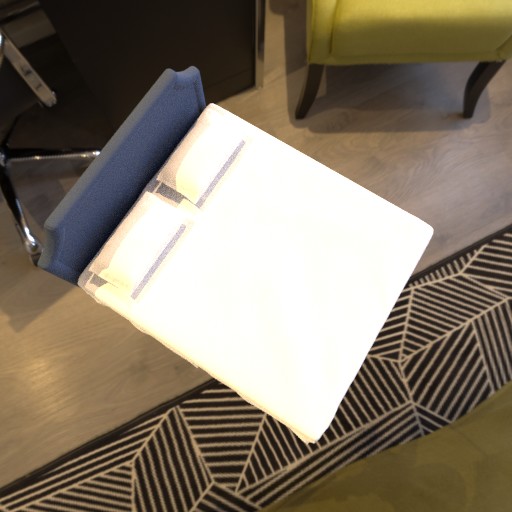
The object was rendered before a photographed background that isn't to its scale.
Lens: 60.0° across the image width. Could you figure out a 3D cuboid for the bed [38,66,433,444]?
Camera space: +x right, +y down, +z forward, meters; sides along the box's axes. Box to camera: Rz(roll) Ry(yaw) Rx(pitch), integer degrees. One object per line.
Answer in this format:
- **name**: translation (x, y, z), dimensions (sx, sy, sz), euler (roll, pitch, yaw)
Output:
- **bed**: translation (0.000, 0.000, 4.024), dimensions (2.773, 1.488, 2.350), euler (31, 78, 8)
